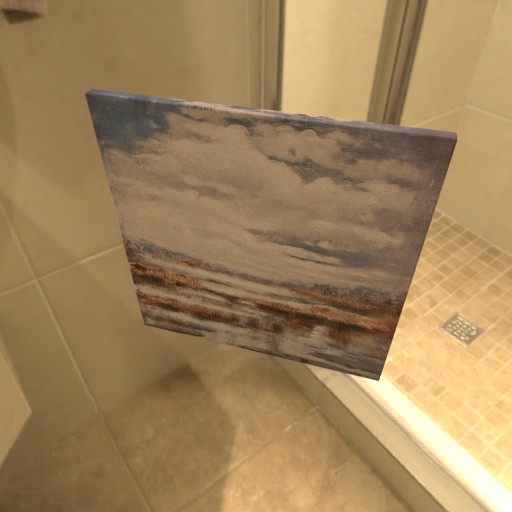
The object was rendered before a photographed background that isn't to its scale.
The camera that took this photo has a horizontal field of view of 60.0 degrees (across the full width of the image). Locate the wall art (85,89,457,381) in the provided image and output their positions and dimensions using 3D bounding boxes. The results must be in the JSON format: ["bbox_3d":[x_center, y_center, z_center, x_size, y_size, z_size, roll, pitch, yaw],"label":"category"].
[{"bbox_3d":[0.000,0.000,1.327,0.888,0.897,0.035,11,43,12],"label":"wall art"}]
